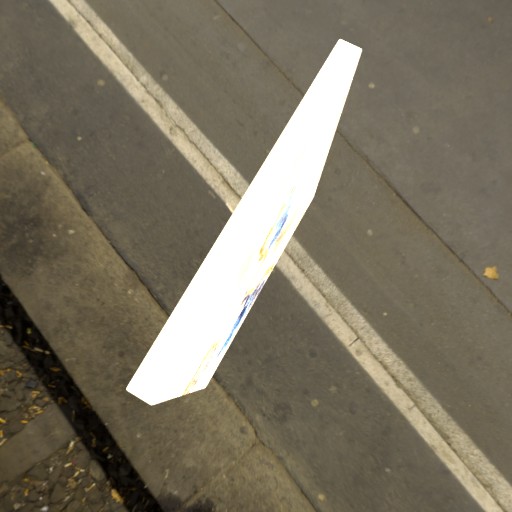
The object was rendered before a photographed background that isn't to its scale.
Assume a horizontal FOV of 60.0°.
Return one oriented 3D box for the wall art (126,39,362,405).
[{"bbox_3d":[0.000,0.000,1.609,0.071,1.061,1.061,29,77,7],"label":"wall art"}]
